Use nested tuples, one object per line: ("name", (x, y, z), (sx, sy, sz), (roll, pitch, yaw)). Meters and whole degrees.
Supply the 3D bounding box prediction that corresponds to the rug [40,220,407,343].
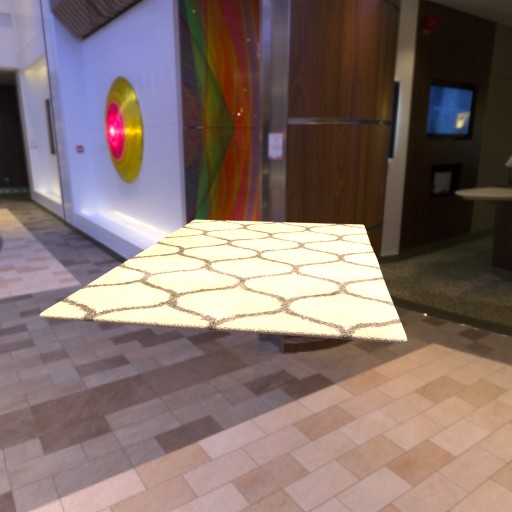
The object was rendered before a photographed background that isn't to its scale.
("rug", (0.000, 0.000, 3.385), (1.801, 0.026, 2.701), (2, 15, 9))
